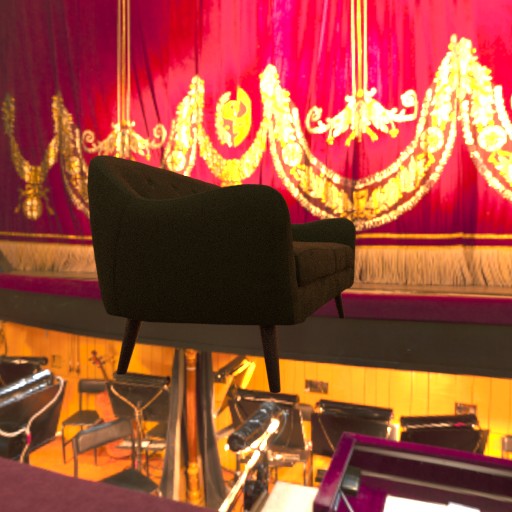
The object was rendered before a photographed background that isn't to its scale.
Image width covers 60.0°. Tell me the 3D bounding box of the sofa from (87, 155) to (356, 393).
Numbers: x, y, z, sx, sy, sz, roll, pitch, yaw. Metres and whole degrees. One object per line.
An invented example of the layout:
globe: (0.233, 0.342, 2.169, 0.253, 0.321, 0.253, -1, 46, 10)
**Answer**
sofa: (0.000, 0.000, 2.253, 0.820, 0.836, 1.840, 1, 2, 19)
